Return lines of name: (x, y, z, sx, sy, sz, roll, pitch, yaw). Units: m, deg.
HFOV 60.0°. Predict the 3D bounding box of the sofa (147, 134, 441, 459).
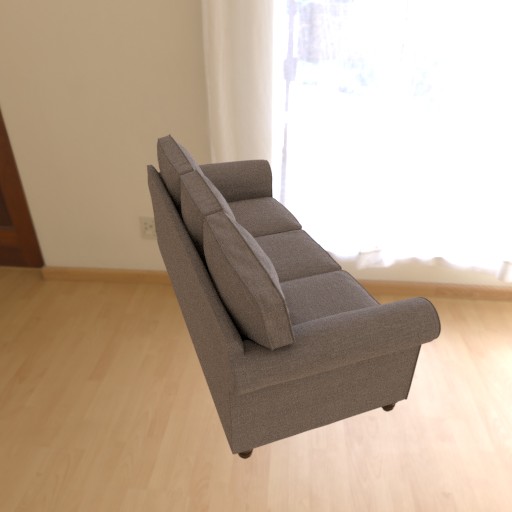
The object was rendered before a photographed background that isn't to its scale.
sofa: (0.000, 0.000, 2.588, 0.916, 0.961, 2.084, -11, 33, -17)
